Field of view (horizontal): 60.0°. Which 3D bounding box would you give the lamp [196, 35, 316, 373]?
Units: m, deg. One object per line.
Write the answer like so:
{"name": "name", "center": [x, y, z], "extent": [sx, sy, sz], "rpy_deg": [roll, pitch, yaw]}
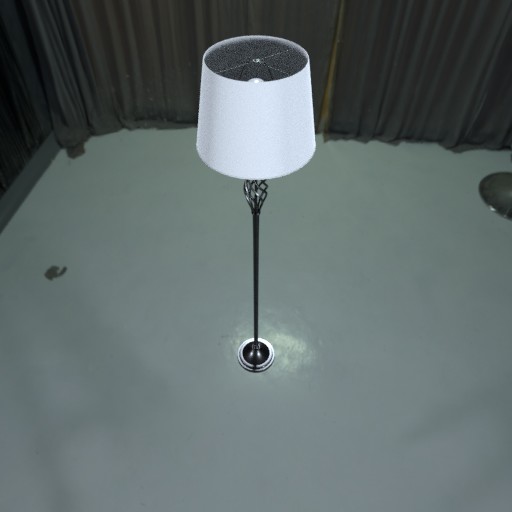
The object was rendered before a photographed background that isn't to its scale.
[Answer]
{"name": "lamp", "center": [0.000, 0.000, 1.814], "extent": [0.379, 1.623, 0.379], "rpy_deg": [0, 48, 0]}
